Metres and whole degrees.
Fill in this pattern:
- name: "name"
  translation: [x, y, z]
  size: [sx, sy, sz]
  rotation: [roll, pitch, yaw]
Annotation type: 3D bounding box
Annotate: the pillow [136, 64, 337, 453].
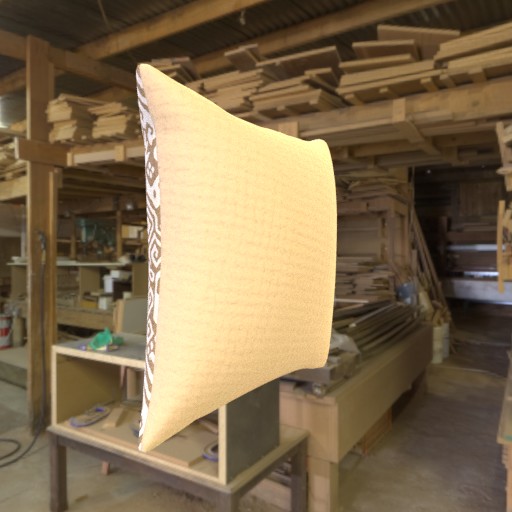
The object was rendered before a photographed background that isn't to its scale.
- name: "pillow"
  translation: [0.000, 0.000, 0.631]
  size: [0.173, 0.407, 0.419]
  rotation: [1, 1, 36]
